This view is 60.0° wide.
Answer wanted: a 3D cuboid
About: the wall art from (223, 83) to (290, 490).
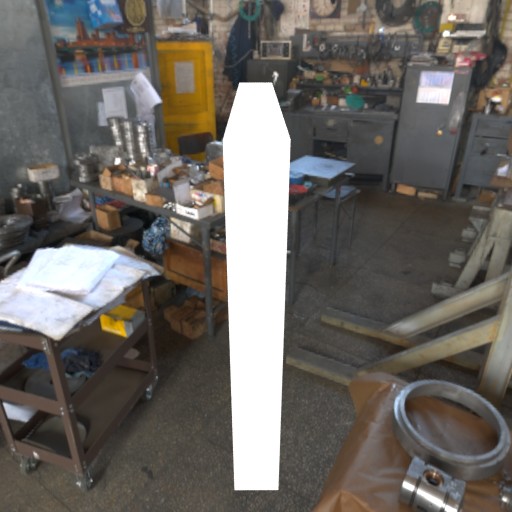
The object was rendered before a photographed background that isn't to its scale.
[{"bbox_3d":[0.000,0.000,0.453,0.038,0.302,0.305,0,27,0],"label":"wall art"}]
